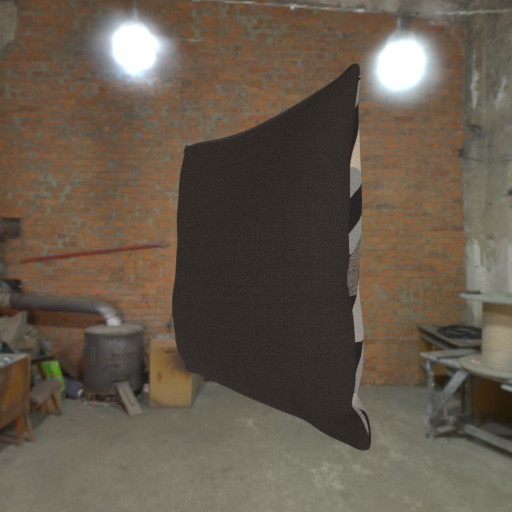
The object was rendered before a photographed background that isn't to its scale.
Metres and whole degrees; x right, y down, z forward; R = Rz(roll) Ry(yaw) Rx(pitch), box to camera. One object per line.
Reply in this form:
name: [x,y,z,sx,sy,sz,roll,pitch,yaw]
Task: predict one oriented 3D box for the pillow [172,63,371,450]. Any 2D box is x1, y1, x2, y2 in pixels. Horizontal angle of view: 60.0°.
pillow: [0.000,0.000,0.765,0.208,0.496,0.503,0,0,-36]
